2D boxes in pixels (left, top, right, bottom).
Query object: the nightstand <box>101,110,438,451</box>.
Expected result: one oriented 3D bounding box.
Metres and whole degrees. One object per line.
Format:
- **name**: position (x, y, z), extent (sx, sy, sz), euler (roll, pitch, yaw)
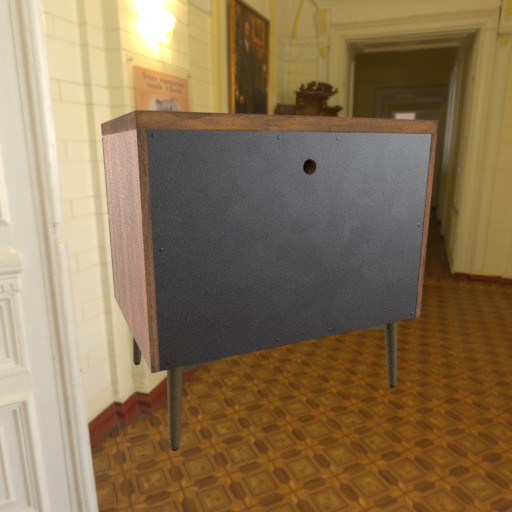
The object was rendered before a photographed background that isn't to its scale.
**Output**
- **nightstand**: position (0.000, 0.000, 1.055), extent (0.610, 0.610, 0.458), euler (-6, 15, -24)
